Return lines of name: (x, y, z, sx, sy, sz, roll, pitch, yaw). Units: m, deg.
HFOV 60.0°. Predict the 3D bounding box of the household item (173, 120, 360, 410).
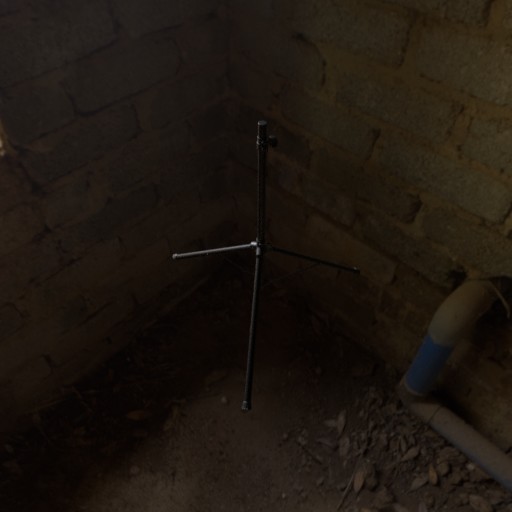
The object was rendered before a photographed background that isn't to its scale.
household item: (0.000, 0.000, 2.781, 1.596, 1.595, 1.339, 5, 47, 5)
